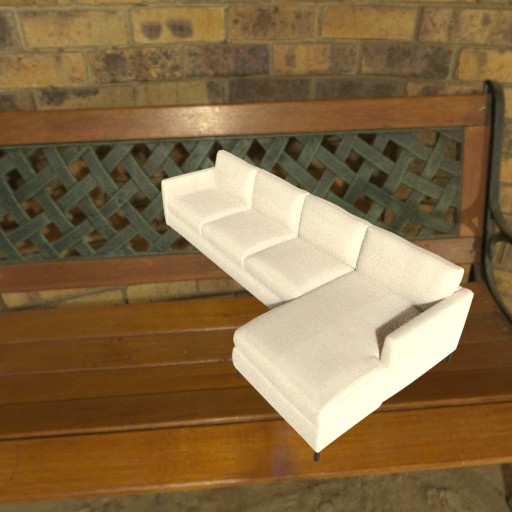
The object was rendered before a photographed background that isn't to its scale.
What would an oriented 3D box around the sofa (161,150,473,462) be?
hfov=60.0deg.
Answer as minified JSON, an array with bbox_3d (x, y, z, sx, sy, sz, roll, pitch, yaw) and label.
[{"bbox_3d":[0.000,0.000,2.969,1.126,0.677,2.445,-21,38,-30],"label":"sofa"}]
